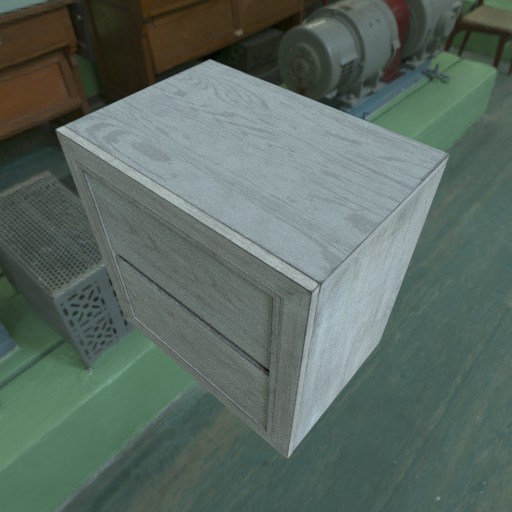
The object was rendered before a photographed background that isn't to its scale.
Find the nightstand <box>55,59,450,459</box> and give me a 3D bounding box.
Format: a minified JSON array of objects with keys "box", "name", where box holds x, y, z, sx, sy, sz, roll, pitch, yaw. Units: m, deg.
[{"box":[0.000,0.000,1.086,0.612,0.673,0.483,32,55,27],"name":"nightstand"}]
